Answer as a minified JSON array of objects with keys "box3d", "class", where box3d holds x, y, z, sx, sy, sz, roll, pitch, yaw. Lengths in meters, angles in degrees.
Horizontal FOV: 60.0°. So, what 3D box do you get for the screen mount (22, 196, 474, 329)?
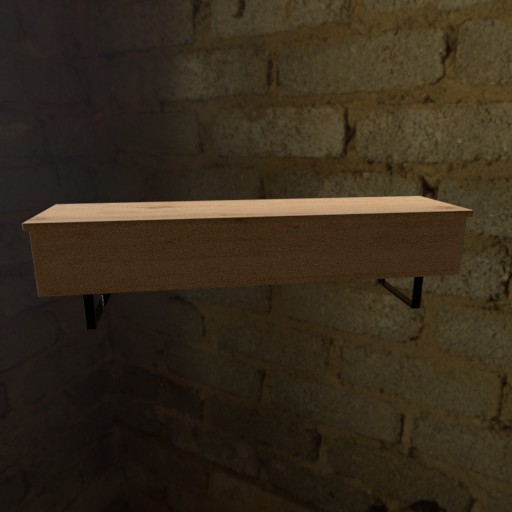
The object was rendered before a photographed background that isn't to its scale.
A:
[{"box3d":[0.000,0.000,1.924,1.700,0.430,0.450,-2,16,-9],"class":"screen mount"}]
